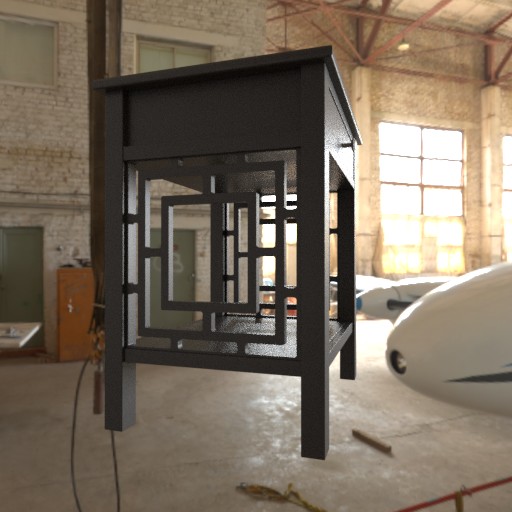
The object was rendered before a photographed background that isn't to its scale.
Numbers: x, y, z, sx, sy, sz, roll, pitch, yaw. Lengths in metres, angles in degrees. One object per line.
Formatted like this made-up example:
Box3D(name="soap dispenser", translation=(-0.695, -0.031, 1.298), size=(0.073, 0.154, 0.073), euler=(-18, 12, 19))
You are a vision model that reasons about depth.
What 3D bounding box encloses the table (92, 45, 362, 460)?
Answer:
Box3D(name="table", translation=(0.000, 0.000, 1.011), size=(0.451, 0.646, 0.564), euler=(0, 0, 18))
